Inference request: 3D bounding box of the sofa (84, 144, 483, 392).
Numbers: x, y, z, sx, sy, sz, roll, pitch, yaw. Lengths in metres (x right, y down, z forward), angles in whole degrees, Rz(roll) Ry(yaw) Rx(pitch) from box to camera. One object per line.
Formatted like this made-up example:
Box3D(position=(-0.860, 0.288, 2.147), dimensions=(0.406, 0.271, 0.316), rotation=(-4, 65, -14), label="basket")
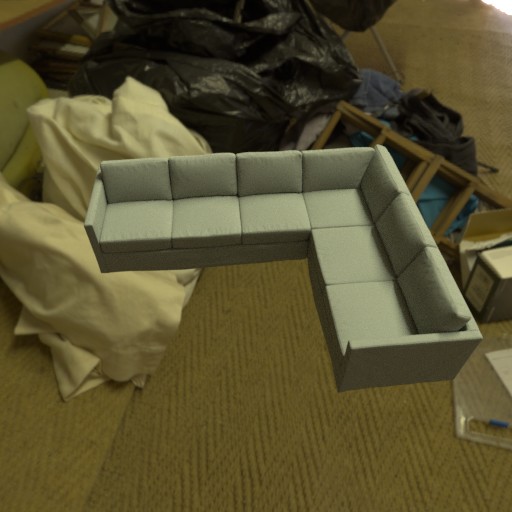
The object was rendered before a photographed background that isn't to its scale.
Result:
Box3D(position=(0.000, 0.000, 4.181), dimensions=(3.182, 0.871, 2.432), rotation=(-4, 48, -3), label="sofa")
